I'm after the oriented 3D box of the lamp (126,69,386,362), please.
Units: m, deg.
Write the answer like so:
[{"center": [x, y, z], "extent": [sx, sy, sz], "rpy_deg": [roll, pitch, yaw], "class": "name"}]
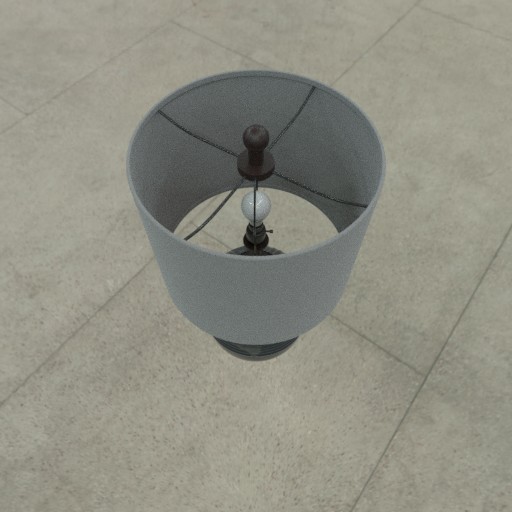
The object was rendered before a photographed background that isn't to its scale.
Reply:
[{"center": [0.000, 0.000, 0.758], "extent": [0.318, 0.567, 0.318], "rpy_deg": [0, 58, 0], "class": "lamp"}]
